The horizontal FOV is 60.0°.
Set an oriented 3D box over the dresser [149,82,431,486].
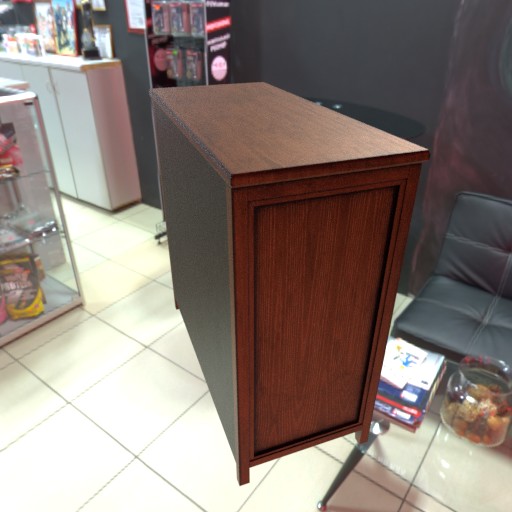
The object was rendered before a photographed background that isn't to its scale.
[{"bbox_3d":[0.000,0.000,1.929,0.591,1.224,1.250,-11,32,-18],"label":"dresser"}]
